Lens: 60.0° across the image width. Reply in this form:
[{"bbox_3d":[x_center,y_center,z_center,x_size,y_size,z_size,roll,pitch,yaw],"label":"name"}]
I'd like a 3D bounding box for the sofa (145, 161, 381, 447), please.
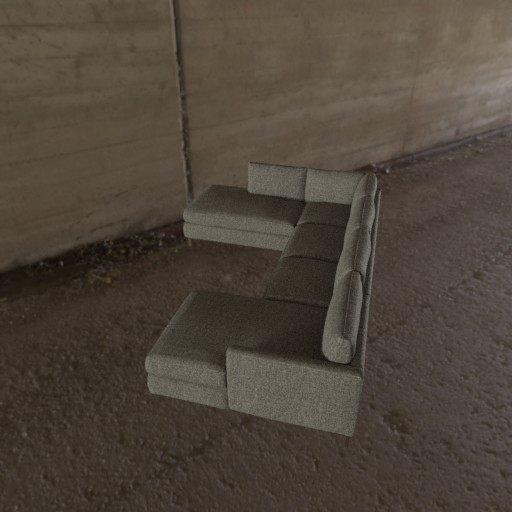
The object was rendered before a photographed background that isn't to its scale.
[{"bbox_3d":[0.000,0.000,3.649,1.879,0.756,2.737,8,31,14],"label":"sofa"}]
